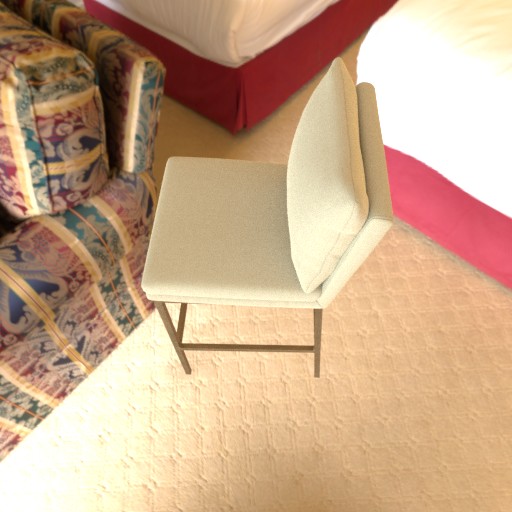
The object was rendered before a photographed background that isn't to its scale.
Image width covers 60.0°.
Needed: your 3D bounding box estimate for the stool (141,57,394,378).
[{"bbox_3d":[0.000,0.000,1.408,0.572,1.125,0.463,2,59,1],"label":"stool"}]
